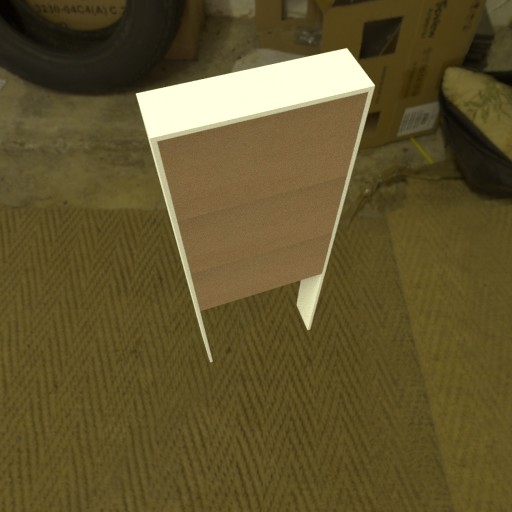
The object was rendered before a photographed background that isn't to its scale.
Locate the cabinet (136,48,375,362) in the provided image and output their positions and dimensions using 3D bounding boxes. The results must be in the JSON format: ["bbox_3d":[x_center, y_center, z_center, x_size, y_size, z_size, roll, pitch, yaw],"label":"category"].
[{"bbox_3d":[0.000,0.000,1.992,0.643,1.770,0.192,-16,60,-10],"label":"cabinet"}]
